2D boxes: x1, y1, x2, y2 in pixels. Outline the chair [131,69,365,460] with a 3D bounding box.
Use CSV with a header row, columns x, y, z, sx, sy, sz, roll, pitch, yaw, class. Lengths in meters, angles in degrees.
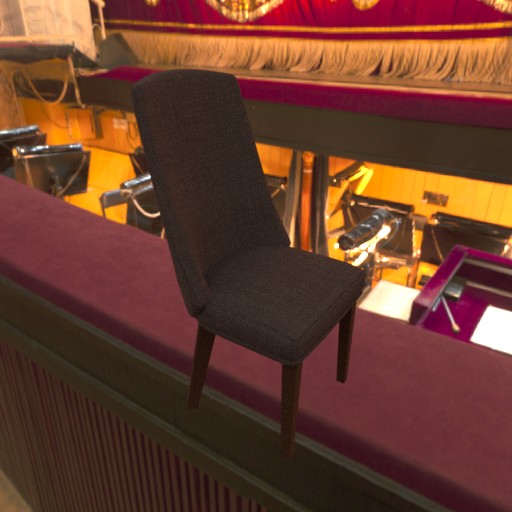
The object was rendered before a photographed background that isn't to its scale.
x,y,z,sx,sy,sz,roll,pitch,yaw,class
0.000,0.000,1.376,0.577,1.050,0.510,17,31,30,chair
